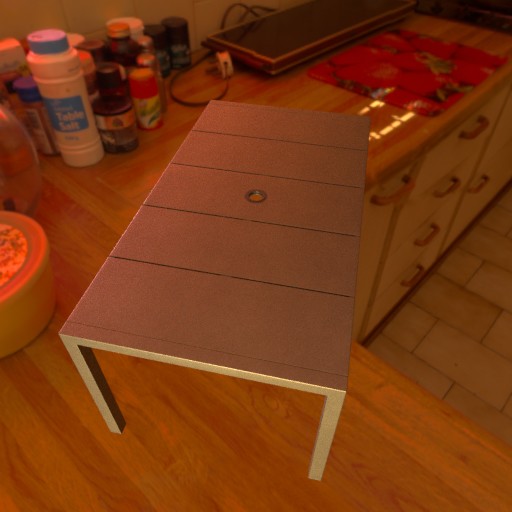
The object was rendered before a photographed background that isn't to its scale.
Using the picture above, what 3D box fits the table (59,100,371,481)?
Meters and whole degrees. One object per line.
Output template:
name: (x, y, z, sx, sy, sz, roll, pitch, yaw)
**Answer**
table: (0.000, 0.000, 2.177, 0.914, 0.735, 1.680, 9, 46, 9)
